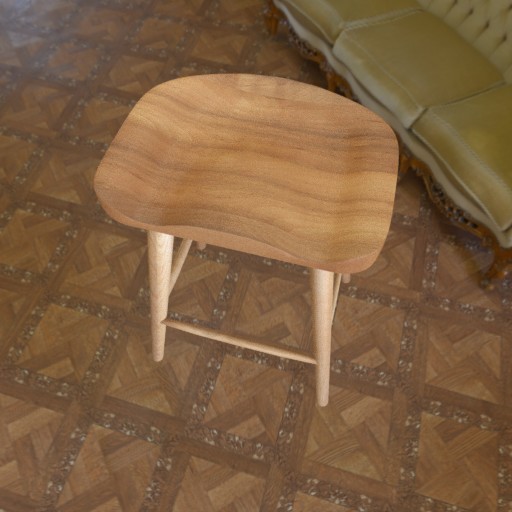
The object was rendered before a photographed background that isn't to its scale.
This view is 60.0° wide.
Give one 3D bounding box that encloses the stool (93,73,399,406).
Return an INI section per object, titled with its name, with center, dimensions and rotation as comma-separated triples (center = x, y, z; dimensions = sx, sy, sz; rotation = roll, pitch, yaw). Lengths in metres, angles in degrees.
[stool]
center = 0.000, 0.000, 0.891
dimensions = 0.440, 0.615, 0.361
rotation = 13, 60, 8
